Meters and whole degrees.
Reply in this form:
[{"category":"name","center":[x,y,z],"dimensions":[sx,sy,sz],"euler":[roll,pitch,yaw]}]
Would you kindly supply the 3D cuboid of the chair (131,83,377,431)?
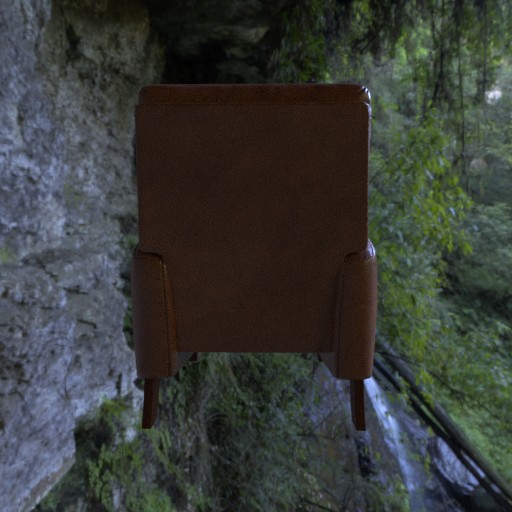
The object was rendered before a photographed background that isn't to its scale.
[{"category":"chair","center":[0.000,0.000,1.618],"dimensions":[0.762,0.990,0.990],"euler":[0,2,1]}]
